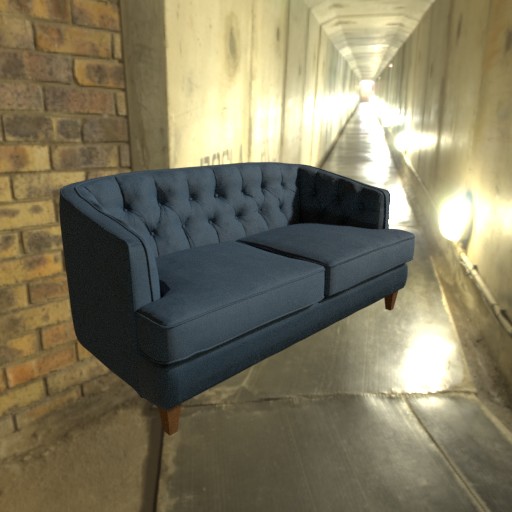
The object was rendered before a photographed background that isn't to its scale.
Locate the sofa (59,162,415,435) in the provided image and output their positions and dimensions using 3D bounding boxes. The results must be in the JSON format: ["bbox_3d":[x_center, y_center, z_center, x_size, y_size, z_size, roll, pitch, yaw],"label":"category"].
[{"bbox_3d":[0.000,0.000,2.268,1.733,0.854,0.941,-16,23,-43],"label":"sofa"}]
